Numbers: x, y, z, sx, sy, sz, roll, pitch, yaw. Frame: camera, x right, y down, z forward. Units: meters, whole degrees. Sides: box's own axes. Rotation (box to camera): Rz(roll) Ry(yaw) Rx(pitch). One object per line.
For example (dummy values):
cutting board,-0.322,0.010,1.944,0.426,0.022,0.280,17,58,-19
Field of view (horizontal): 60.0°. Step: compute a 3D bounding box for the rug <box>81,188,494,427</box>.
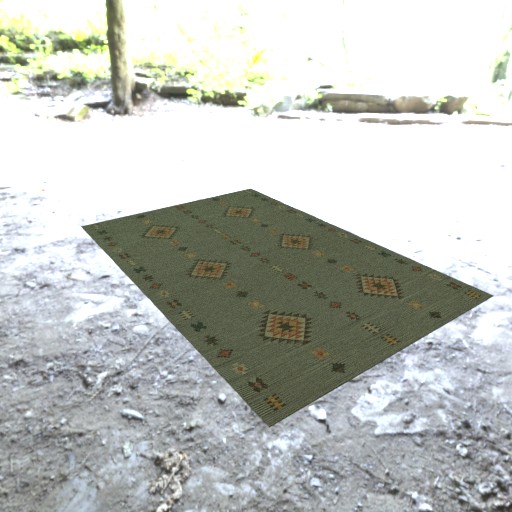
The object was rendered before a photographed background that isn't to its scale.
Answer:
rug,0.000,0.000,2.251,1.217,0.005,1.818,-18,32,-31
